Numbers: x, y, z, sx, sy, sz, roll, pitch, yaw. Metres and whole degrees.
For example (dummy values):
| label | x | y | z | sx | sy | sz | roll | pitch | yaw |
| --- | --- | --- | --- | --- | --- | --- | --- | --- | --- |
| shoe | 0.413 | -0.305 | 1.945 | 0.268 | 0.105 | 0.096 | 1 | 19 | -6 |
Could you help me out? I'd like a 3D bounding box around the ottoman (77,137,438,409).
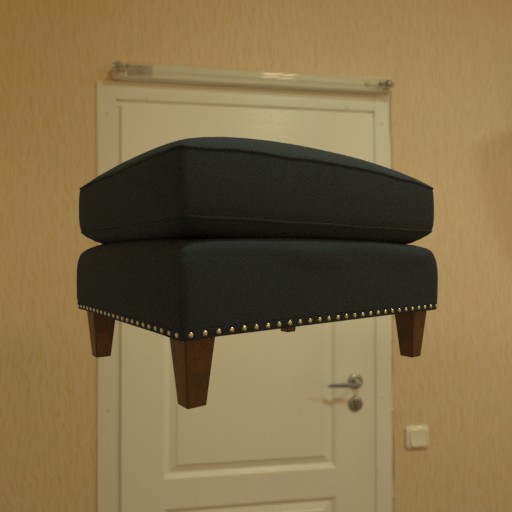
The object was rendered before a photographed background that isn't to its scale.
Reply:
| label | x | y | z | sx | sy | sz | roll | pitch | yaw |
| --- | --- | --- | --- | --- | --- | --- | --- | --- | --- |
| ottoman | 0.000 | 0.000 | 1.141 | 0.741 | 0.513 | 0.584 | 0 | 0 | -37 |
